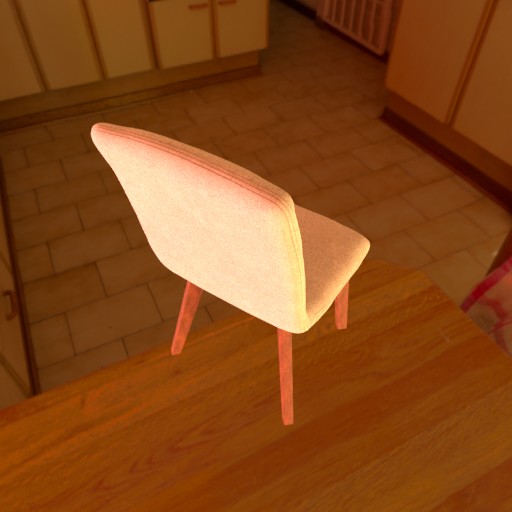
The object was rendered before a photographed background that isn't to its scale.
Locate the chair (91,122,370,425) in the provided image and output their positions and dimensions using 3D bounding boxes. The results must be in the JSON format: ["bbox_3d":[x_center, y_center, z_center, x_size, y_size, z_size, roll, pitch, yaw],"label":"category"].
[{"bbox_3d":[0.000,0.000,1.287,0.522,0.974,0.563,25,51,22],"label":"chair"}]
